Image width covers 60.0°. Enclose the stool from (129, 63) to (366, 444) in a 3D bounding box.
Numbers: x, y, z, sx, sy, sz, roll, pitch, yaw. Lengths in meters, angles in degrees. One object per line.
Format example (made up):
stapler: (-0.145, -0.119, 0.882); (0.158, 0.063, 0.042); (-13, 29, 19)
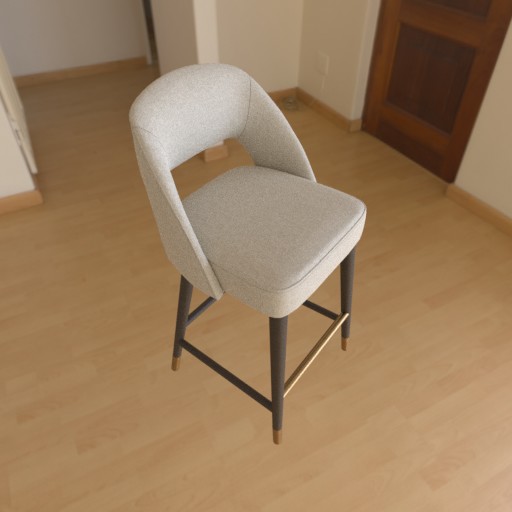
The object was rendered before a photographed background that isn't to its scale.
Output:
stool: (0.000, 0.000, 1.270); (0.509, 0.940, 0.494); (26, 48, 27)
